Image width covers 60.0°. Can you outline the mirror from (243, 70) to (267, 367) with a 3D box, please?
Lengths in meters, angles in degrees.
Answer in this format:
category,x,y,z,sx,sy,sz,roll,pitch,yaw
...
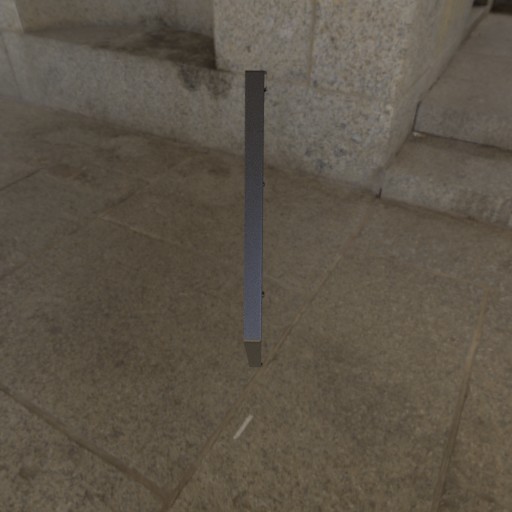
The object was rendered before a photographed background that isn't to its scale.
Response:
category,x,y,z,sx,sy,sz,roll,pitch,yaw
mirror,0.000,0.000,0.845,0.032,0.679,0.419,1,39,1
